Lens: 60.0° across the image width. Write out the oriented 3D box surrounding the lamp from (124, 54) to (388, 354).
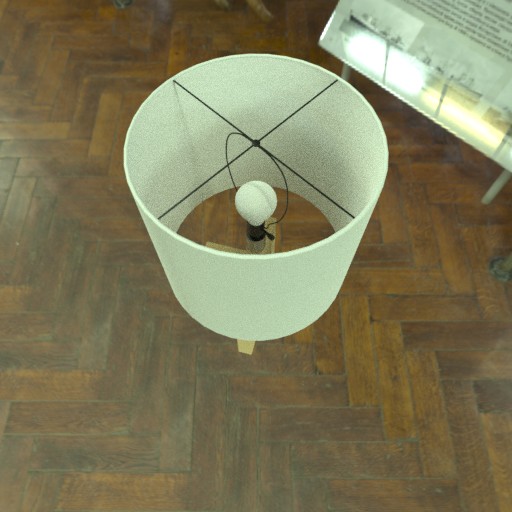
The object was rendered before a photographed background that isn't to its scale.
[{"bbox_3d":[0.000,0.000,0.573,0.229,0.428,0.229,13,63,7],"label":"lamp"}]
